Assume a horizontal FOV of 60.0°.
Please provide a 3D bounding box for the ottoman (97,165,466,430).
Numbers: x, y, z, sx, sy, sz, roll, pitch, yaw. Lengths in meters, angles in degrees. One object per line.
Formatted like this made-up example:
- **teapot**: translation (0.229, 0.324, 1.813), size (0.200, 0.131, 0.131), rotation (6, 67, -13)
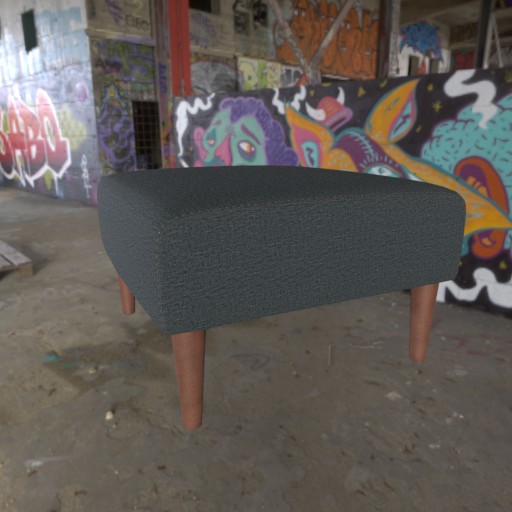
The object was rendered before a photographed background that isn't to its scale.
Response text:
- **ottoman**: translation (0.000, 0.000, 1.053), size (0.649, 0.398, 0.650), rotation (-7, 17, -25)
